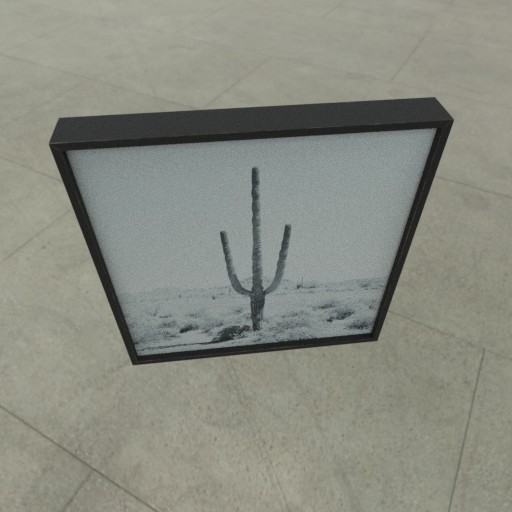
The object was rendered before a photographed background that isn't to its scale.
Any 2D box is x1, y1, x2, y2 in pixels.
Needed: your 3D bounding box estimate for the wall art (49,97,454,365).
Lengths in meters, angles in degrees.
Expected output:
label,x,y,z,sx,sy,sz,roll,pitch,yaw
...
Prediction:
label,x,y,z,sx,sy,sz,roll,pitch,yaw
wall art,0.000,0.000,0.453,0.305,0.305,0.038,-5,46,-5
